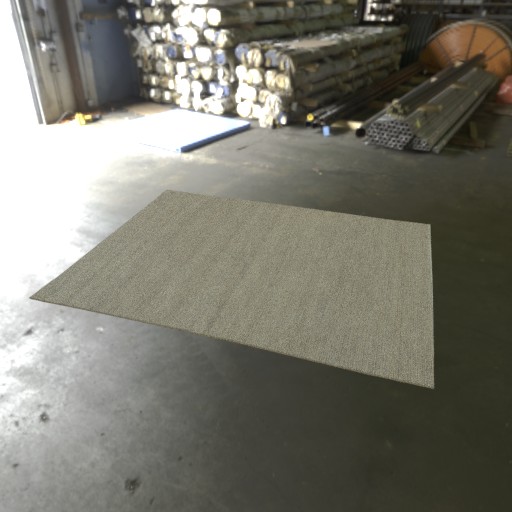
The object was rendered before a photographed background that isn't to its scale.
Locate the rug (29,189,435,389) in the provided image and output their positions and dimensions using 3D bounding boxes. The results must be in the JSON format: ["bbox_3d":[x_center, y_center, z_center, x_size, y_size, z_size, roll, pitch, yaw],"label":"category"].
[{"bbox_3d":[0.000,0.000,4.801,3.626,0.051,2.757,10,32,15],"label":"rug"}]
